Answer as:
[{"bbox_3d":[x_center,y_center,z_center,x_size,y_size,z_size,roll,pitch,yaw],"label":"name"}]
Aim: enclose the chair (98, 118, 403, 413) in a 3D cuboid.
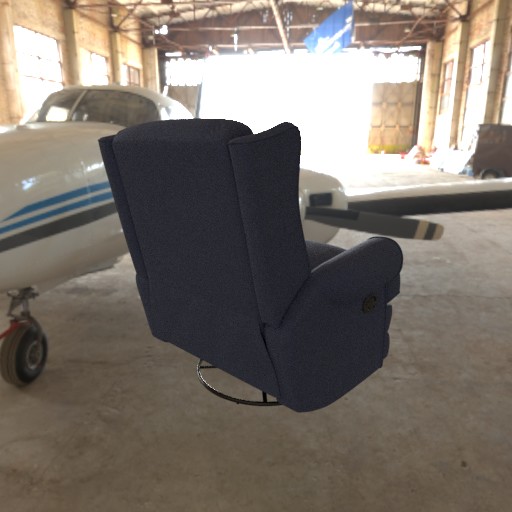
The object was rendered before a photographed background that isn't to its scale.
[{"bbox_3d":[0.000,0.000,1.748,0.971,1.020,0.877,14,21,42],"label":"chair"}]
